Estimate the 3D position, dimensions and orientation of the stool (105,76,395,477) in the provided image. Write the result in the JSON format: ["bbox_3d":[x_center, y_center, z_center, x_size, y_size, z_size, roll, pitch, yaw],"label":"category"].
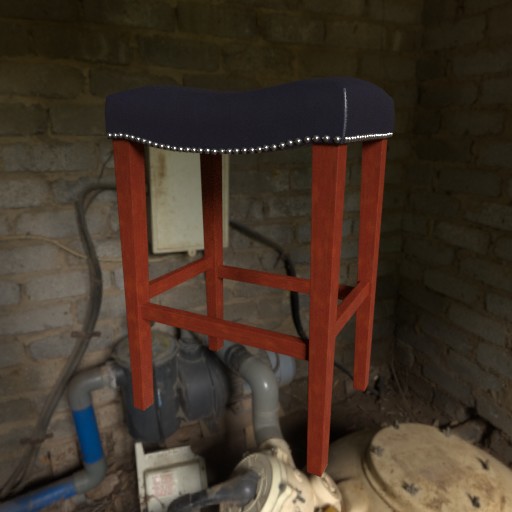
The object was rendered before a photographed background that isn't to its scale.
[{"bbox_3d":[0.000,0.000,1.018,0.504,0.742,0.372,9,19,27],"label":"stool"}]
